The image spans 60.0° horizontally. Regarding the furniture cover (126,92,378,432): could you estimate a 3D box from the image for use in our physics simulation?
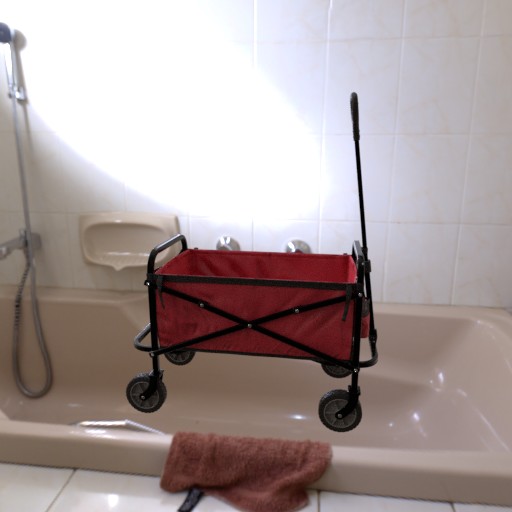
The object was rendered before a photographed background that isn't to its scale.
[{"bbox_3d":[0.000,0.000,1.879,1.038,1.295,0.532,2,14,9],"label":"furniture cover"}]
